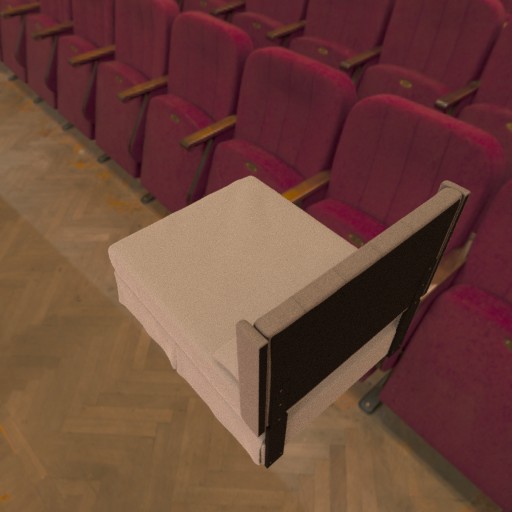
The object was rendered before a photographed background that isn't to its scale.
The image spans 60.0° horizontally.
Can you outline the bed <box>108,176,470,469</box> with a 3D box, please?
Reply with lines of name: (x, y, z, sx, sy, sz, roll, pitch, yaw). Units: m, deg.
bed: (0.000, 0.000, 3.430, 1.719, 1.665, 2.066, -31, 54, -27)
